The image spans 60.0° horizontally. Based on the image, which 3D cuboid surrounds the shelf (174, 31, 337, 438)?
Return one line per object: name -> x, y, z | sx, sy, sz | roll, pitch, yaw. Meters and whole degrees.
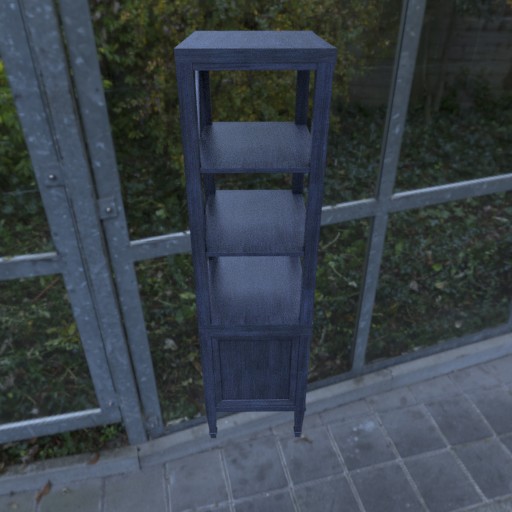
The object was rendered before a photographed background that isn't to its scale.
shelf -> 0.000, 0.000, 1.951 | 0.472, 1.727, 0.584 | 0, 31, -1
